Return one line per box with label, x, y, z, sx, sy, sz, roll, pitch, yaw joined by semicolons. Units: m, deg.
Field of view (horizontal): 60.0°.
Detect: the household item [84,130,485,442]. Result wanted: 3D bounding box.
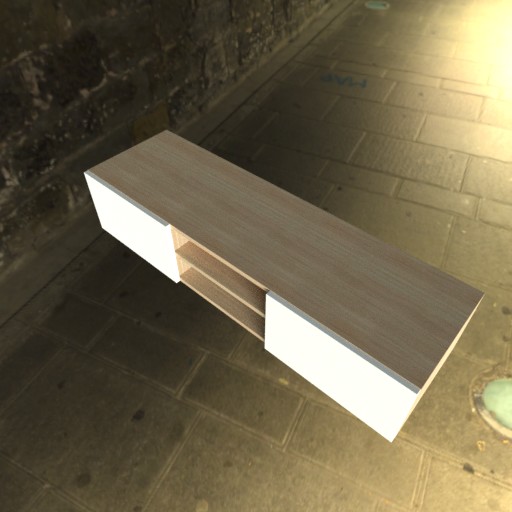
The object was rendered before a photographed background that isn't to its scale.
household item;0.000;0.000;1.609;1.400;0.310;0.420;32;54;27
